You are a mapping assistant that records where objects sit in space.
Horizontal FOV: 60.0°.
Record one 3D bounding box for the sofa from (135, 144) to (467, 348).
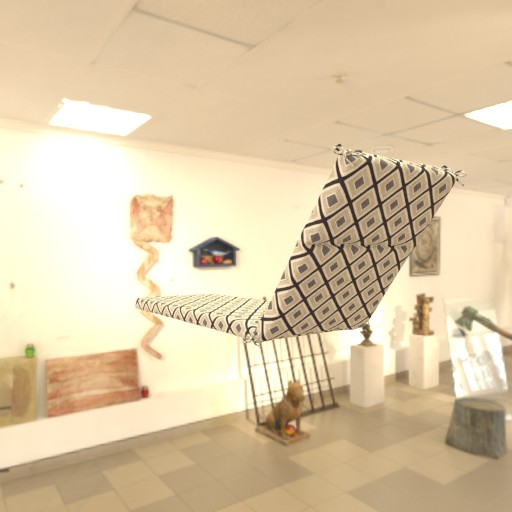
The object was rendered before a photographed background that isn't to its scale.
[{"bbox_3d":[0.000,0.000,1.986,0.582,0.622,1.663,0,0,-35],"label":"sofa"}]
